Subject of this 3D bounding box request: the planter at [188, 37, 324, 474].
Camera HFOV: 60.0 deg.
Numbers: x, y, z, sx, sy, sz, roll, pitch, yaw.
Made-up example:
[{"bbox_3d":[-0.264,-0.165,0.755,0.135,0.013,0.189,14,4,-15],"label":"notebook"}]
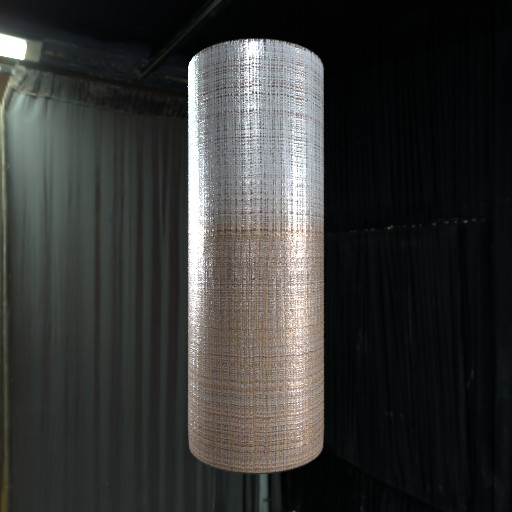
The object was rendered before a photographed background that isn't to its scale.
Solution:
[{"bbox_3d":[0.000,0.000,0.328,0.099,0.278,0.099,0,0,-37],"label":"planter"}]
